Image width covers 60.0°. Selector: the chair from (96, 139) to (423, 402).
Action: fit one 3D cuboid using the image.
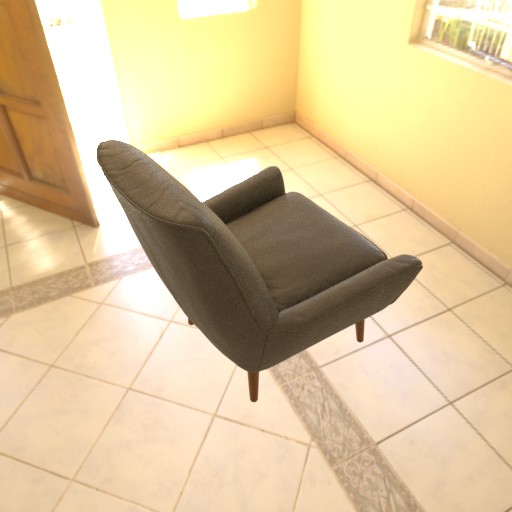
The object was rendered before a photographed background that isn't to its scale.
[{"bbox_3d":[0.000,0.000,1.517,0.822,0.888,0.787,-26,47,-27],"label":"chair"}]
